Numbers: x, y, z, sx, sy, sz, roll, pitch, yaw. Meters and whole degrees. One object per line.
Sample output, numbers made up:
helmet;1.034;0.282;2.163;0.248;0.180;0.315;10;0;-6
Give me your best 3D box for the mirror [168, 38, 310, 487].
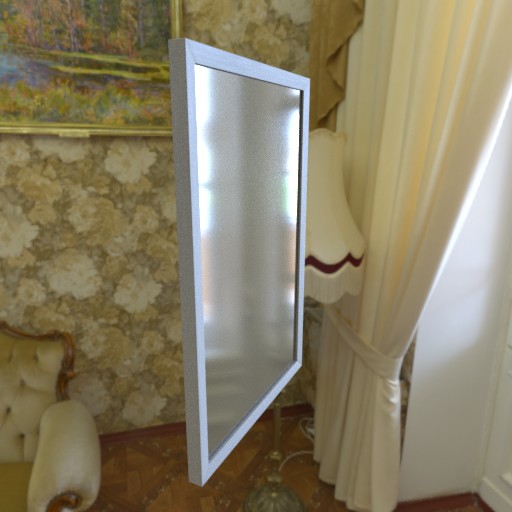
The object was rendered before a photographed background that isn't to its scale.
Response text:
mirror;0.000;0.000;1.139;0.040;0.915;0.609;7;17;26
